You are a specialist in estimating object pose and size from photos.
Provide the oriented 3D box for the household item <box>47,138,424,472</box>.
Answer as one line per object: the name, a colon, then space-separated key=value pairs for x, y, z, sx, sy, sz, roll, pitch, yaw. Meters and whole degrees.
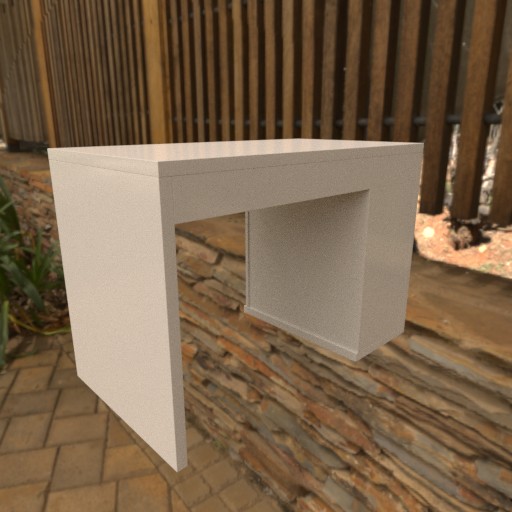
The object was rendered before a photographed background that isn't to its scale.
household item: x=0.000 y=0.000 z=1.546 sx=1.100 sy=0.749 sz=0.597 roll=-15 pitch=23 yaw=-41
